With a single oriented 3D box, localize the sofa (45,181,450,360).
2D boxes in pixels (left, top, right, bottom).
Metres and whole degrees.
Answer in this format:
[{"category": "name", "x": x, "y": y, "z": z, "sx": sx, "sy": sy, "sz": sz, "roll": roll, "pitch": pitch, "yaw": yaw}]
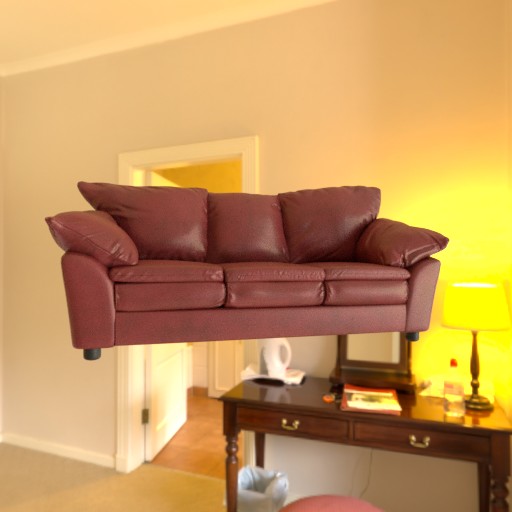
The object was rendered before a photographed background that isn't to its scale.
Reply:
[{"category": "sofa", "x": 0.000, "y": 0.000, "z": 2.895, "sx": 2.390, "sy": 1.091, "sz": 0.907, "roll": 0, "pitch": -1, "yaw": -16}]
